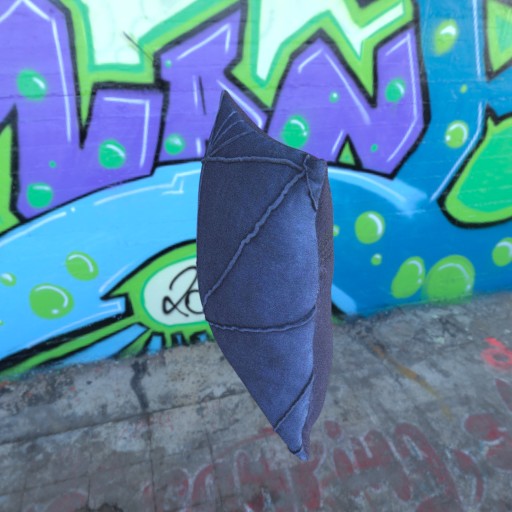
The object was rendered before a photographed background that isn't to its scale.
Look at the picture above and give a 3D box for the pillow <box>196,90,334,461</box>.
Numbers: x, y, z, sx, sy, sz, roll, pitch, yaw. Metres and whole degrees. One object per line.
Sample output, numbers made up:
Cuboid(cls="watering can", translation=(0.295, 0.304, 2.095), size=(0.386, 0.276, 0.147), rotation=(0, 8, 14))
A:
Cuboid(cls="pillow", translation=(0.000, 0.000, 0.695), size=(0.183, 0.440, 0.439), rotation=(-8, 29, -14))
